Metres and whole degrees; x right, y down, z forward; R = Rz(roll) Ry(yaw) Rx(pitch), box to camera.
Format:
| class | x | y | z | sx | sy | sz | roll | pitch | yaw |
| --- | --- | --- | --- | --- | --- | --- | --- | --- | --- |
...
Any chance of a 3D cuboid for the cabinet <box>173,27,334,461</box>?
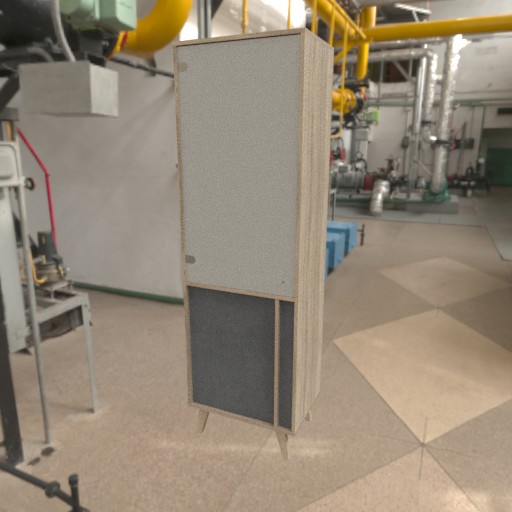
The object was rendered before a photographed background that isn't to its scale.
| class | x | y | z | sx | sy | sz | roll | pitch | yaw |
| --- | --- | --- | --- | --- | --- | --- | --- | --- | --- |
| cabinet | 0.000 | 0.000 | 2.112 | 0.570 | 1.850 | 0.400 | 7 | 16 | 24 |
